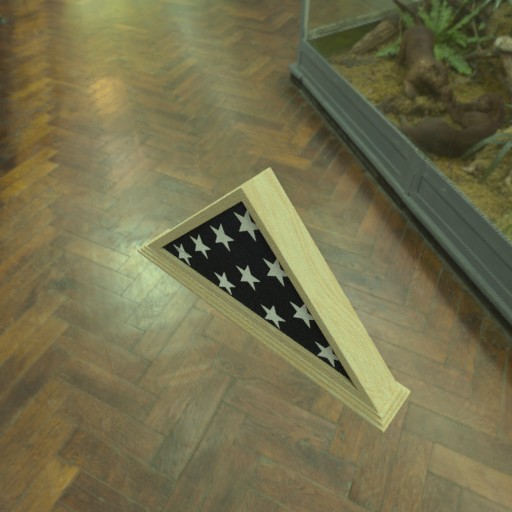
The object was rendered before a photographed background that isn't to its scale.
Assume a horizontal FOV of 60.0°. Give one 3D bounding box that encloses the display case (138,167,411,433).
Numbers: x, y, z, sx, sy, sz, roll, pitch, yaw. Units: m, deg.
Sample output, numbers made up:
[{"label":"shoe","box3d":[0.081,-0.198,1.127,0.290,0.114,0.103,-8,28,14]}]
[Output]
[{"label":"display case","box3d":[0.000,0.000,0.781,0.640,0.340,0.095,32,55,27]}]
